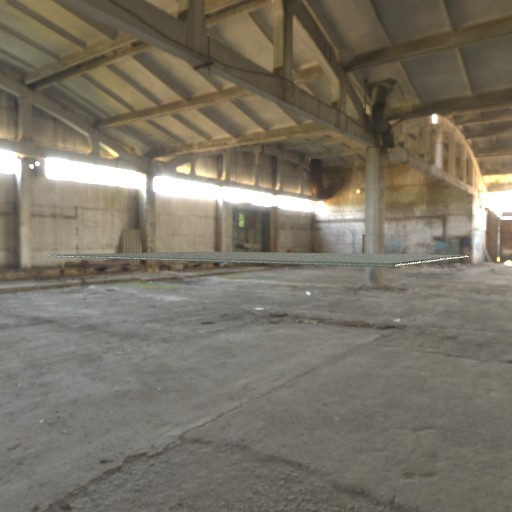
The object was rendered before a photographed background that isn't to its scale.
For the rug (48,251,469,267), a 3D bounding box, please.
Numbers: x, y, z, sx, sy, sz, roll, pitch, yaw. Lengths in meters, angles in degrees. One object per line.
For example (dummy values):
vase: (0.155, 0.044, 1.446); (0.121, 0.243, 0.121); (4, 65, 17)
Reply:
rug: (0.000, 0.000, 2.323); (1.840, 0.012, 1.219); (1, 2, 35)
